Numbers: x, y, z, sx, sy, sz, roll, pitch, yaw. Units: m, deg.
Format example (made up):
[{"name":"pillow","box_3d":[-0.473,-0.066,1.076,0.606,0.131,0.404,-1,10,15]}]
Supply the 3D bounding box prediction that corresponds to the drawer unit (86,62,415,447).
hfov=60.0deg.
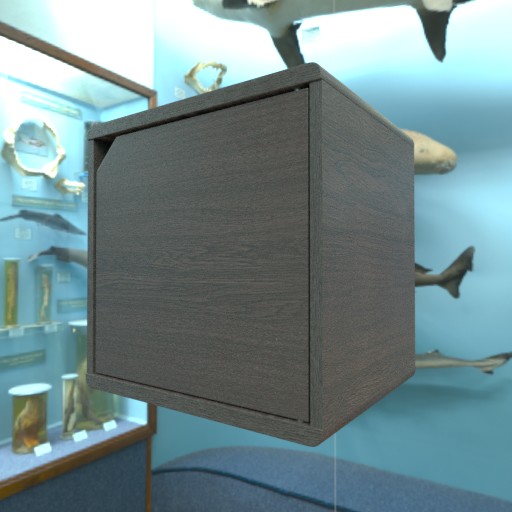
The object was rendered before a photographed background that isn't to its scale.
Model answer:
[{"name":"drawer unit","box_3d":[0.000,0.000,0.605,0.344,0.344,0.290,-1,-1,35]}]
